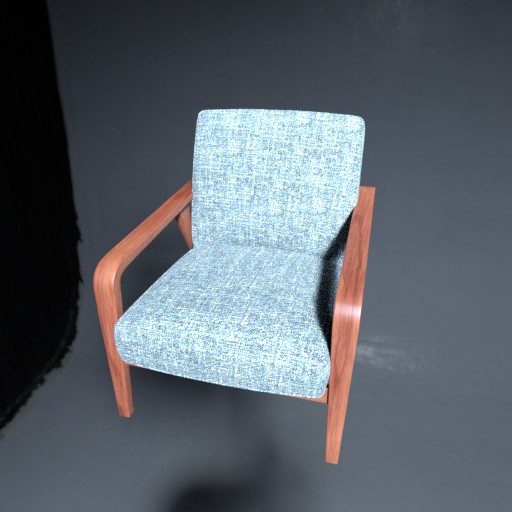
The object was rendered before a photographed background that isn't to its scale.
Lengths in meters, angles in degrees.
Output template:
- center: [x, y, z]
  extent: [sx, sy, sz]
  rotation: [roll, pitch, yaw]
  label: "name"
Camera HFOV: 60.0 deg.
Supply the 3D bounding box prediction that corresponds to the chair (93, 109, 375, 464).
- center: [0.000, 0.000, 1.485]
  extent: [0.719, 0.864, 0.889]
  rotation: [7, 27, 14]
  label: "chair"
